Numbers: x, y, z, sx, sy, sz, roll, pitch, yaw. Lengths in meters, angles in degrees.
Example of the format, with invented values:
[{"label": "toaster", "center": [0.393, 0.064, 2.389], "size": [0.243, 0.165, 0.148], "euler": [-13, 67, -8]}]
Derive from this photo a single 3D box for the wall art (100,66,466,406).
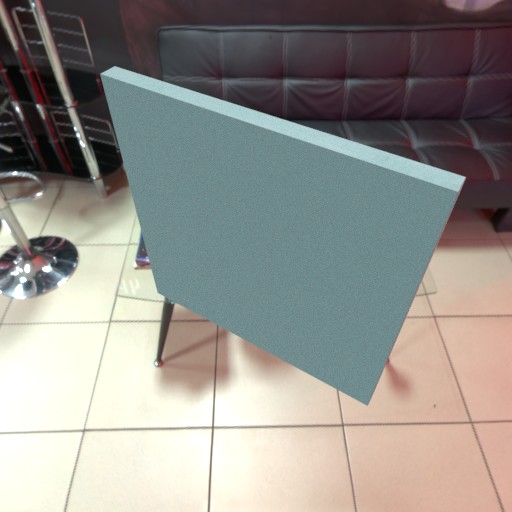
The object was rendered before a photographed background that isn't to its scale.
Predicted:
[{"label": "wall art", "center": [0.000, 0.000, 0.878], "size": [0.603, 0.603, 0.036], "euler": [24, 52, 21]}]
